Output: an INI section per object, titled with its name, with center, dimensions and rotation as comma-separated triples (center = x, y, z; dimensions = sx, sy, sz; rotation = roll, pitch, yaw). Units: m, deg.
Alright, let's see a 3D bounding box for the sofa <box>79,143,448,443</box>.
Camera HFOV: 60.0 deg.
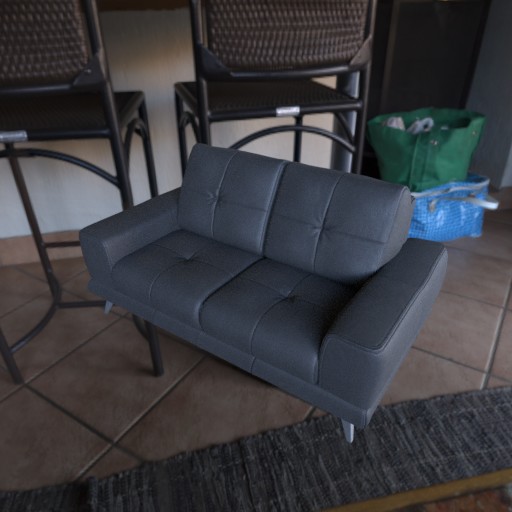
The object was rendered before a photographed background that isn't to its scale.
[sofa]
center = 0.000, 0.000, 2.426
dimensions = 1.806, 0.907, 1.018
rotation = 19, 35, 29
